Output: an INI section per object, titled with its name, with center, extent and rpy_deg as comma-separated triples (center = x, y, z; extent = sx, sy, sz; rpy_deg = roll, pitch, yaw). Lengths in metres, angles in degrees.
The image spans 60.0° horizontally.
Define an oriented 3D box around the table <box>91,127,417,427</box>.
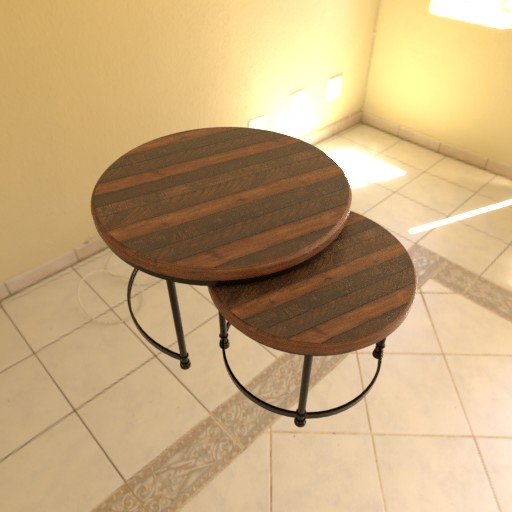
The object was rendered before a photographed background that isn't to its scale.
[table]
center = 0.000, 0.000, 1.615
extent = 1.152, 0.516, 0.870
rpy_deg = 26, 48, 26
